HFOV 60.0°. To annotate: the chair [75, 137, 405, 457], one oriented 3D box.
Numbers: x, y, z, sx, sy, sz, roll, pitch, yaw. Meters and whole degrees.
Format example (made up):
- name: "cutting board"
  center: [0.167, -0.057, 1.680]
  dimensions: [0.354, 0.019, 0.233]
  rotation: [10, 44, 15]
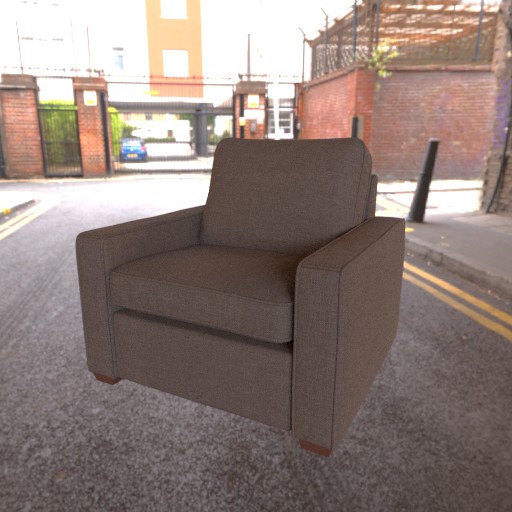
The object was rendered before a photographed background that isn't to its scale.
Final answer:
- name: "chair"
  center: [0.000, 0.000, 1.766]
  dimensions: [1.017, 0.919, 0.940]
  rotation: [8, 16, 27]
